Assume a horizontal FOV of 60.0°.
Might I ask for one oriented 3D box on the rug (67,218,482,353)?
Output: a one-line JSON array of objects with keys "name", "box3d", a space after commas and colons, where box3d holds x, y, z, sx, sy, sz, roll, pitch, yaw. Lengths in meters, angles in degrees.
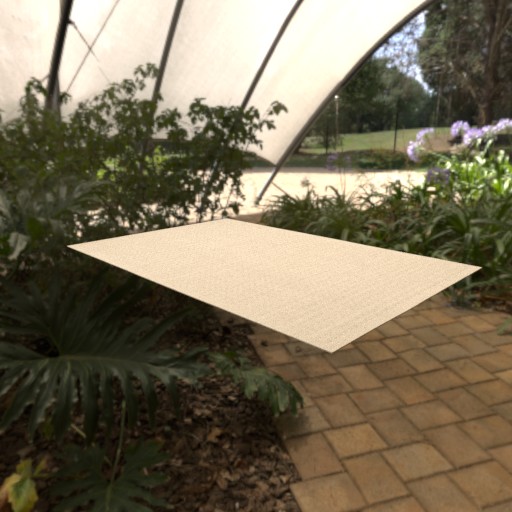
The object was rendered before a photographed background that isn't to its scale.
[{"name": "rug", "box3d": [0.000, 0.000, 2.896, 2.289, 0.006, 1.523, 15, 21, 43]}]
